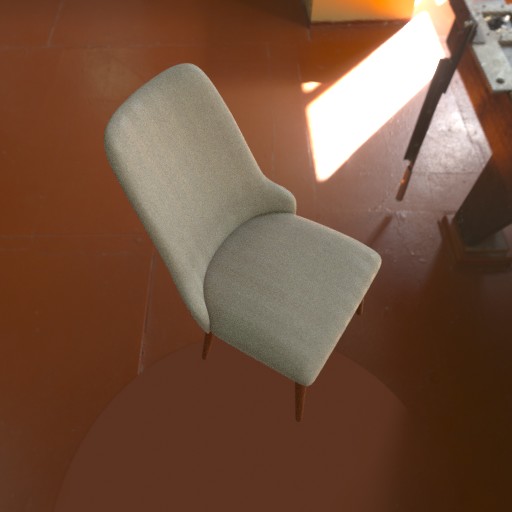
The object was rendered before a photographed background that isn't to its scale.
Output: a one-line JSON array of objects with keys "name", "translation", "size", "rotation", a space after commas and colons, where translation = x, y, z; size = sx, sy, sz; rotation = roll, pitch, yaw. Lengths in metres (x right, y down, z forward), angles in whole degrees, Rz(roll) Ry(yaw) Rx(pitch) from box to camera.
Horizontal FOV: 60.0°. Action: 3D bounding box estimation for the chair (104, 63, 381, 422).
[{"name": "chair", "translation": [0.000, 0.000, 1.342], "size": [0.684, 0.917, 0.526], "rotation": [29, 63, 16]}]
